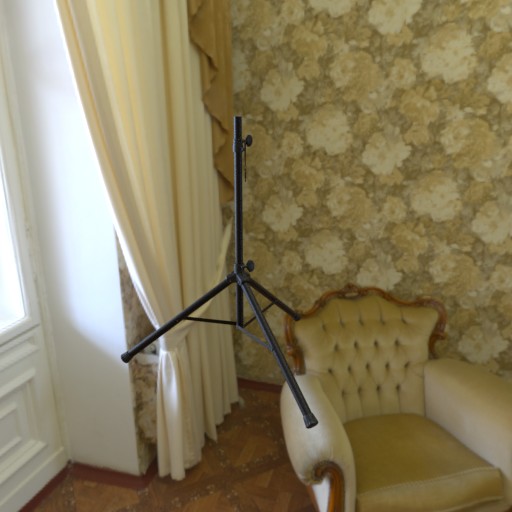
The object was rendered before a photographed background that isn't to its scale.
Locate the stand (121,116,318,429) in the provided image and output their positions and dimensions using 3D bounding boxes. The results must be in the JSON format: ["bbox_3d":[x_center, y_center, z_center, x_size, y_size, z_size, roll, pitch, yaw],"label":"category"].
[{"bbox_3d":[0.000,0.000,1.876,1.045,1.136,0.907,-8,18,-27],"label":"stand"}]
